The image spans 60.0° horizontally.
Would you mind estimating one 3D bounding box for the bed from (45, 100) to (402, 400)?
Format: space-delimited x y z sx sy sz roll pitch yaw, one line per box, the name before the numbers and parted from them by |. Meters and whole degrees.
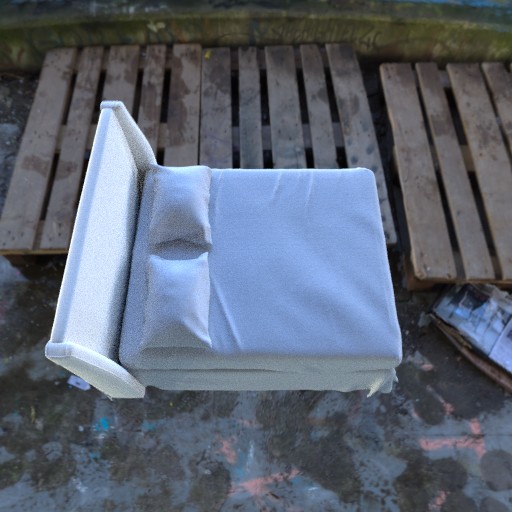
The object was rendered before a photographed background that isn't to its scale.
bed | 0.000 0.000 3.366 2.276 1.332 1.925 0 62 0
